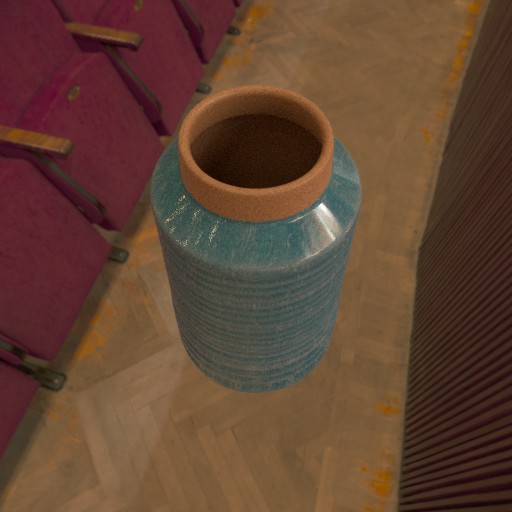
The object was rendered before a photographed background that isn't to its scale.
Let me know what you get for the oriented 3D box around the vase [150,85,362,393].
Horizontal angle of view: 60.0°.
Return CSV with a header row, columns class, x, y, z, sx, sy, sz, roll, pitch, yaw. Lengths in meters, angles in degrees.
class,x,y,z,sx,sy,sz,roll,pitch,yaw
vase,0.000,0.000,0.369,0.163,0.267,0.163,0,58,0
